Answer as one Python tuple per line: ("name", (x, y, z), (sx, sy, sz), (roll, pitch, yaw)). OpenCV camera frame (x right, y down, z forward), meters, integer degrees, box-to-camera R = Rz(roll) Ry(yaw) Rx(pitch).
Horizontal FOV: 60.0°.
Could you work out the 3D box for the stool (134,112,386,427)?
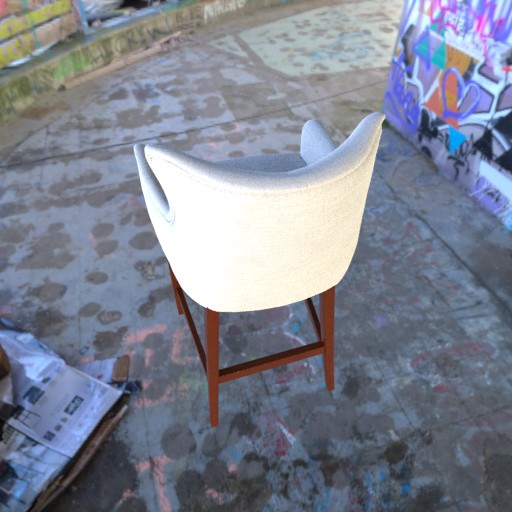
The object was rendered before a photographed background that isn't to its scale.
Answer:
("stool", (0.000, 0.000, 1.419), (0.615, 0.987, 0.637), (-12, 44, -12))
